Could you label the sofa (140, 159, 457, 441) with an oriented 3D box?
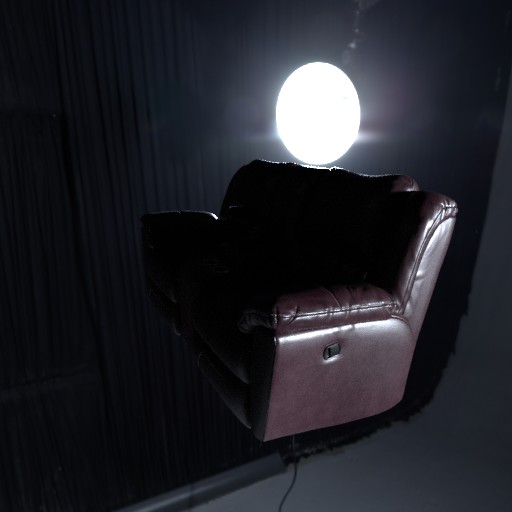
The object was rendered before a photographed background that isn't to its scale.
[{"bbox_3d":[0.000,0.000,2.618,0.991,1.043,2.058,-8,18,-26],"label":"sofa"}]
